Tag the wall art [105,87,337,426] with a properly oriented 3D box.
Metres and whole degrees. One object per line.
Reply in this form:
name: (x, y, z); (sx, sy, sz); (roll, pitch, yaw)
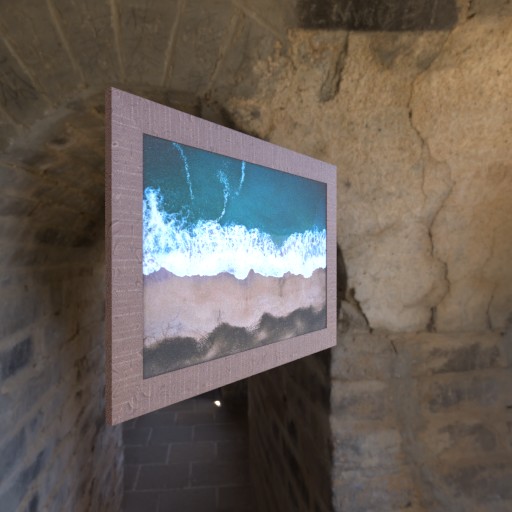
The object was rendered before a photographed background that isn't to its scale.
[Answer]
wall art: (0.000, 0.000, 1.192); (0.019, 0.626, 0.917); (0, 0, 37)
